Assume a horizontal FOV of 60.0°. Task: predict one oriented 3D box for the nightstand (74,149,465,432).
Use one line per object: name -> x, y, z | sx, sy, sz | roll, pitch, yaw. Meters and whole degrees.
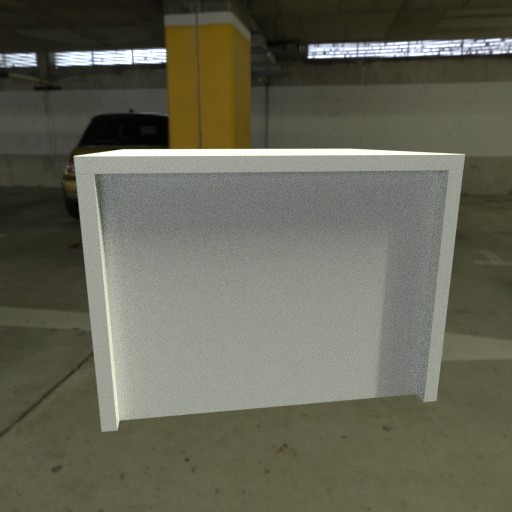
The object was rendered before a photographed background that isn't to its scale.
nightstand -> 0.000, 0.000, 0.762 | 0.470, 0.351, 0.408 | -2, 15, -8
